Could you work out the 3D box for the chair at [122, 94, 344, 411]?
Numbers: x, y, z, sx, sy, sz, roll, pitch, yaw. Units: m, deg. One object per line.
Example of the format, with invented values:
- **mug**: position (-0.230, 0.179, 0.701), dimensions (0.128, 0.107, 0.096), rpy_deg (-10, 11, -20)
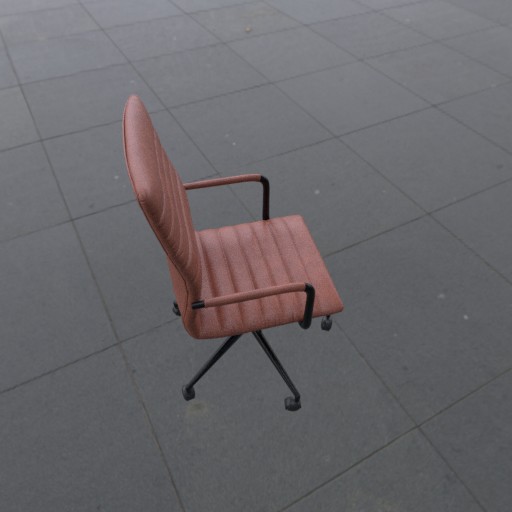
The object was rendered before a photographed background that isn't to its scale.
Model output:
- **chair**: position (0.000, 0.000, 1.295), dimensions (0.578, 0.878, 0.600), rpy_deg (-10, 47, -9)
